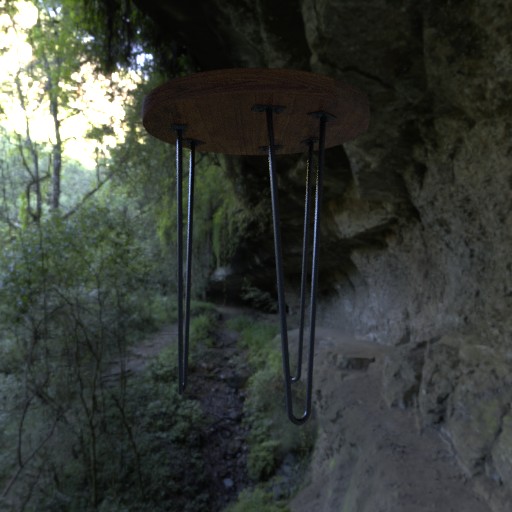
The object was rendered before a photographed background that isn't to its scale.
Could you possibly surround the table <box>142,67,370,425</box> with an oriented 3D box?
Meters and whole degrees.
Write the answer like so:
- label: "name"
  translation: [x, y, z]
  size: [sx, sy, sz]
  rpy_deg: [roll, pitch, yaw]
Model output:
- label: "table"
  translation: [0.000, 0.000, 0.806]
  size: [0.400, 0.520, 0.400]
  rpy_deg: [0, 1, 0]
